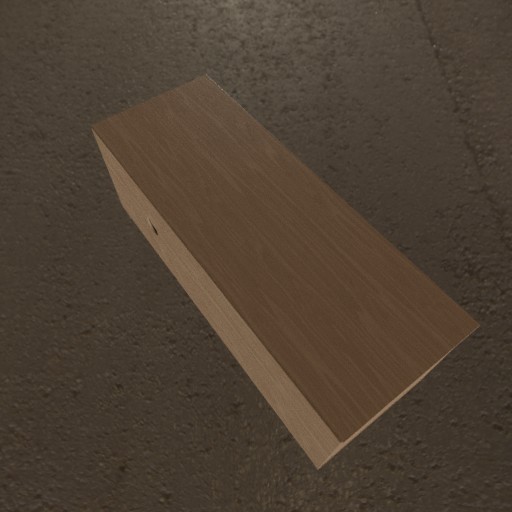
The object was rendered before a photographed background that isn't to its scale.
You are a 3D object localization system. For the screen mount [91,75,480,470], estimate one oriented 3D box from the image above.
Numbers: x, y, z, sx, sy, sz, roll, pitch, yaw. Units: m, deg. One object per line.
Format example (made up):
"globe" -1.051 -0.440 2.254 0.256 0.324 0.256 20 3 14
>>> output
"screen mount" 0.000 0.000 1.310 0.406 0.432 1.084 -32 63 -19
